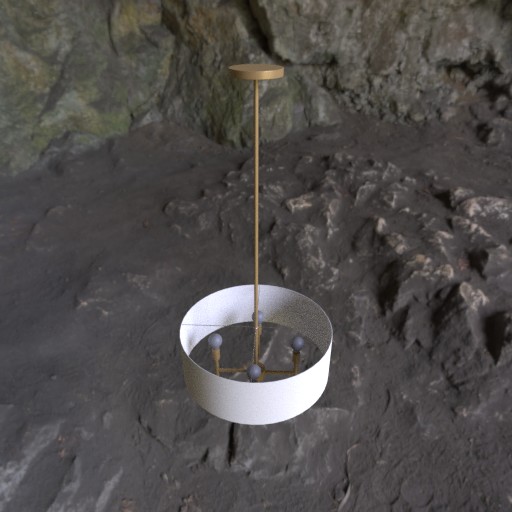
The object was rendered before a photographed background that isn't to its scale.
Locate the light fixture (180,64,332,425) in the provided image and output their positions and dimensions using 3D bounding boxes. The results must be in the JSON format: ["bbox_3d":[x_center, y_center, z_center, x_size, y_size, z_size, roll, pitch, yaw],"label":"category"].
[{"bbox_3d":[0.000,0.000,1.352,0.508,1.067,0.508,0,30,0],"label":"light fixture"}]
